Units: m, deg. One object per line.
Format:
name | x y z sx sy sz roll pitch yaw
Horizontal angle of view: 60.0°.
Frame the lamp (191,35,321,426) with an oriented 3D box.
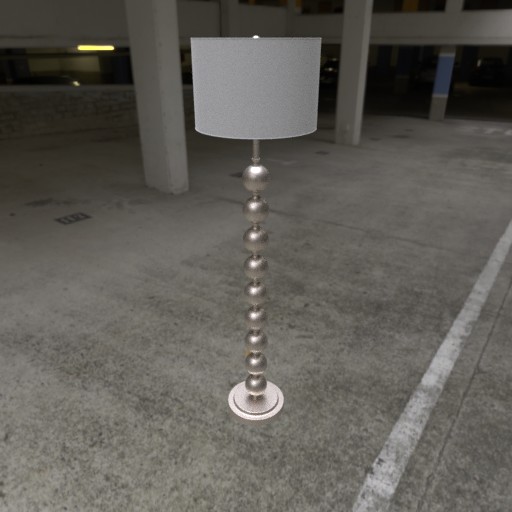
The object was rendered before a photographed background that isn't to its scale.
lamp | 0.000 0.000 1.655 0.394 1.474 0.394 17 31 31
